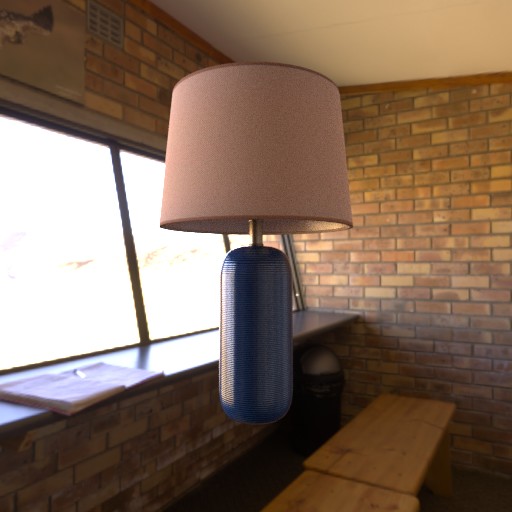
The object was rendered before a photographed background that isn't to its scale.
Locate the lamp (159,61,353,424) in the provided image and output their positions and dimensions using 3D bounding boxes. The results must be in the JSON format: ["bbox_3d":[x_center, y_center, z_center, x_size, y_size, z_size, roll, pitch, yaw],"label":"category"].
[{"bbox_3d":[0.000,0.000,0.855,0.367,0.609,0.367,0,-1,0],"label":"lamp"}]
